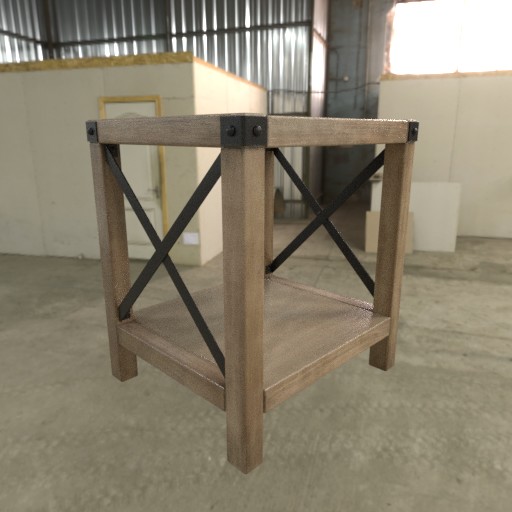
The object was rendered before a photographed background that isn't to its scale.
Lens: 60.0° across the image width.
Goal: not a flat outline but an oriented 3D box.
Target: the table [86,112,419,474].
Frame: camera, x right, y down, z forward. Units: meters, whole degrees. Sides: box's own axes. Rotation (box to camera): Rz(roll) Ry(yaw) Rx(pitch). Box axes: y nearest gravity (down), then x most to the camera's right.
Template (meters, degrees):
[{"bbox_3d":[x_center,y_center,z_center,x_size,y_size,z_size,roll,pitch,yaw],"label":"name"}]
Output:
[{"bbox_3d":[0.000,0.000,0.954,0.459,0.561,0.510,15,21,43],"label":"table"}]
